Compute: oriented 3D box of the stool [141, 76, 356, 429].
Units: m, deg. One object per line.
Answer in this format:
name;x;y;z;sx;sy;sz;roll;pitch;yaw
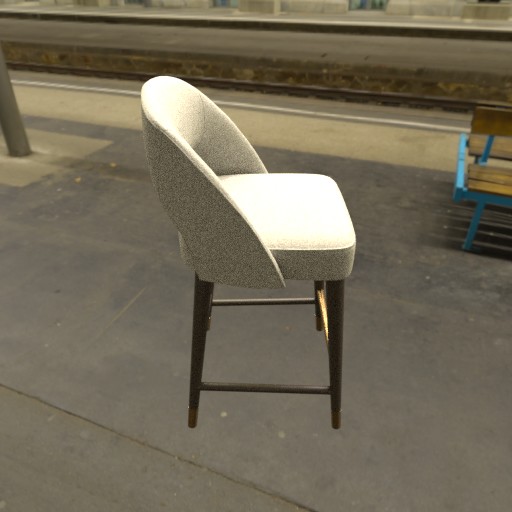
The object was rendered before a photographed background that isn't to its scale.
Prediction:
stool;0.000;0.000;1.258;0.509;0.940;0.494;0;33;0
